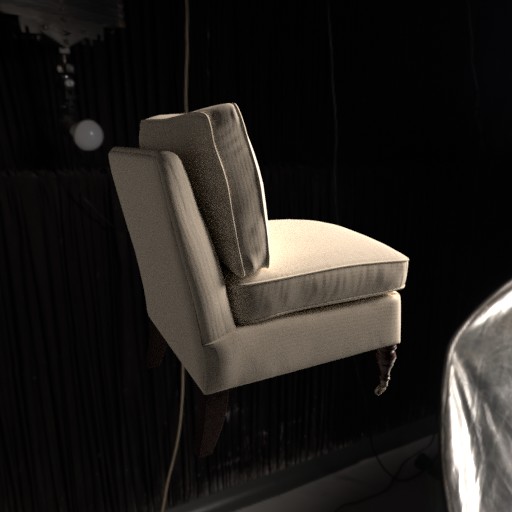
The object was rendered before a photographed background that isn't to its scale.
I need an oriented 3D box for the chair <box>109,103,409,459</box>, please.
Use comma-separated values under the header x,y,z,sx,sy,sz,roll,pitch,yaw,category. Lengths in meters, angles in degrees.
x,y,z,sx,sy,sz,roll,pitch,yaw,category
0.000,0.000,1.431,0.781,0.887,0.630,-7,16,-26,chair
